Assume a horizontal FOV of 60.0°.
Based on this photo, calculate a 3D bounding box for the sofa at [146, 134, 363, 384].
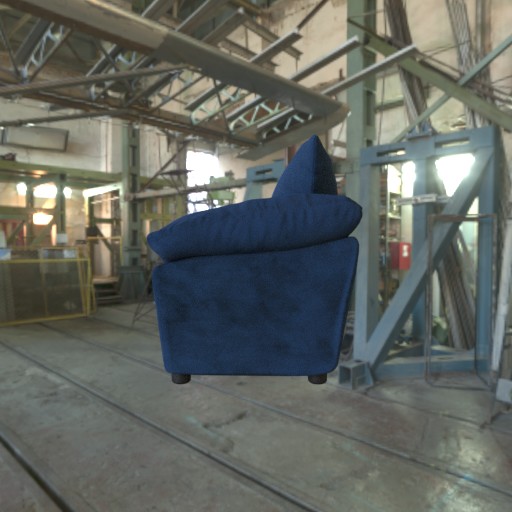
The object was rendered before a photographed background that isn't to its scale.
[{"bbox_3d":[0.000,0.000,2.915,0.907,1.091,2.390,0,2,0],"label":"sofa"}]
